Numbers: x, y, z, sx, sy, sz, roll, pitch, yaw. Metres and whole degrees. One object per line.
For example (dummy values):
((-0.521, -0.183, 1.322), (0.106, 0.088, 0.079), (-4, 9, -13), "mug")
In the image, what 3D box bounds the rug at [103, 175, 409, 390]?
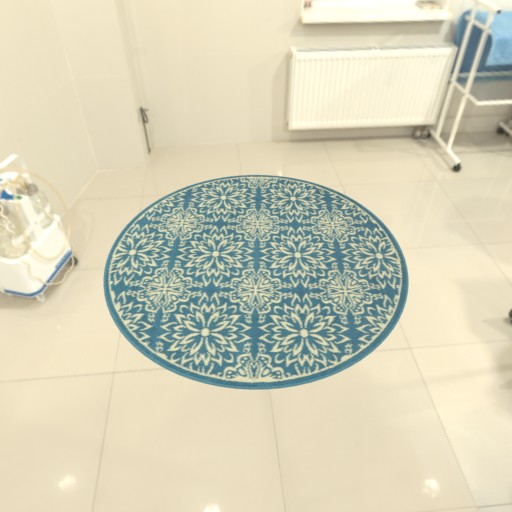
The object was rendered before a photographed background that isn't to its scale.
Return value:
((0.000, 0.000, 2.384), (1.593, 0.012, 1.593), (0, 43, 0), "rug")
